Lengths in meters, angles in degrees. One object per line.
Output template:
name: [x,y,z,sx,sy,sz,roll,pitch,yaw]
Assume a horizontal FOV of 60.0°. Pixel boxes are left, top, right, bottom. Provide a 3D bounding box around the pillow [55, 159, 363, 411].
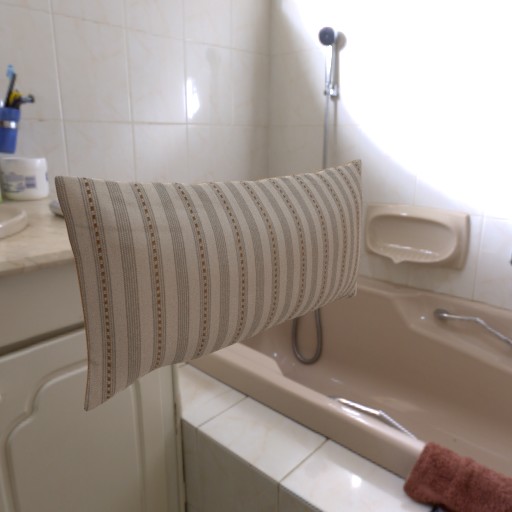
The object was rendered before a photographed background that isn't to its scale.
pillow: [0.000,0.000,0.724,0.608,0.291,0.151,-14,20,-43]
